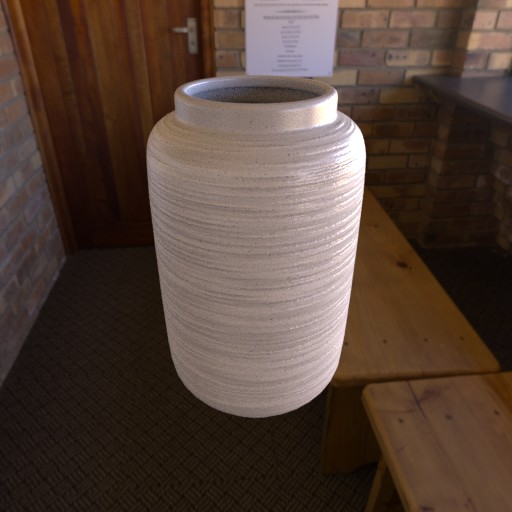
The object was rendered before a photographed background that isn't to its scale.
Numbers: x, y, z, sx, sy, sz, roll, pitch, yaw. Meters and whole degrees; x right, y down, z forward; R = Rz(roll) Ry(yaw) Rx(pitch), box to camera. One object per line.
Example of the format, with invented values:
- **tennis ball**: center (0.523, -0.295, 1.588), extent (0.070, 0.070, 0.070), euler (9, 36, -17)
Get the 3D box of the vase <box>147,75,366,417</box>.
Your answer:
- **vase**: center (0.000, 0.000, 0.465), extent (0.202, 0.335, 0.202), euler (0, 31, 0)
